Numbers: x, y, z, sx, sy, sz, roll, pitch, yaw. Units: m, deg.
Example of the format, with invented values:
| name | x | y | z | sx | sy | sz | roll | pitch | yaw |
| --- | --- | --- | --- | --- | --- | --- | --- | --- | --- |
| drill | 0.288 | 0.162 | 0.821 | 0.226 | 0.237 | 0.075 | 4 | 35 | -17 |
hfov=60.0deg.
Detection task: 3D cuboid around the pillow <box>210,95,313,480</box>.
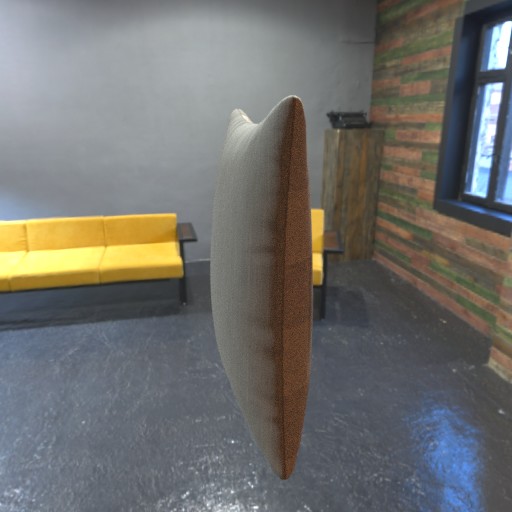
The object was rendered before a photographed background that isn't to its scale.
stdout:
| name | x | y | z | sx | sy | sz | roll | pitch | yaw |
| --- | --- | --- | --- | --- | --- | --- | --- | --- | --- |
| pillow | 0.000 | 0.000 | 0.785 | 0.161 | 0.509 | 0.511 | -3 | 17 | -9 |
